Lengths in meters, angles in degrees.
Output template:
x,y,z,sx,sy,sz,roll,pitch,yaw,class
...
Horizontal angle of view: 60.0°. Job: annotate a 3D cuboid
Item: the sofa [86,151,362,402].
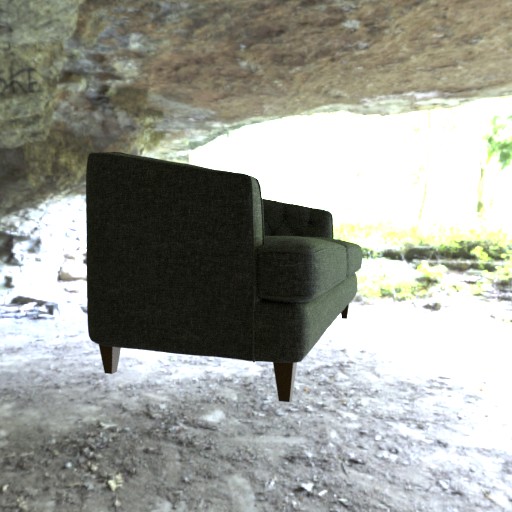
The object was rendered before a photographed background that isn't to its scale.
x,y,z,sx,sy,sz,roll,pitch,yaw,class
0.000,0.000,2.240,0.941,0.855,1.733,1,2,18,sofa
